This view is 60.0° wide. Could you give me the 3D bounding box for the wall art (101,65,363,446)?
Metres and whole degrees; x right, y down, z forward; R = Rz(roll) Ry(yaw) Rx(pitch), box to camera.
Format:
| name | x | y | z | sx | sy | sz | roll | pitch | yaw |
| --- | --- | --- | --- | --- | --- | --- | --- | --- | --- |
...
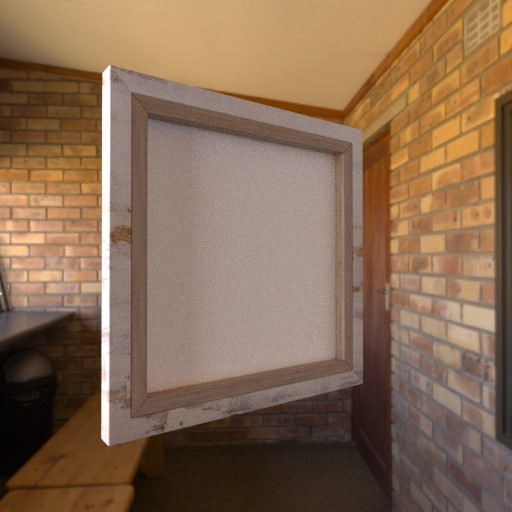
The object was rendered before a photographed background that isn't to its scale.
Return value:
| name | x | y | z | sx | sy | sz | roll | pitch | yaw |
| --- | --- | --- | --- | --- | --- | --- | --- | --- | --- |
| wall art | 0.000 | 0.000 | 0.906 | 0.611 | 0.613 | 0.040 | 0 | -1 | -36 |
